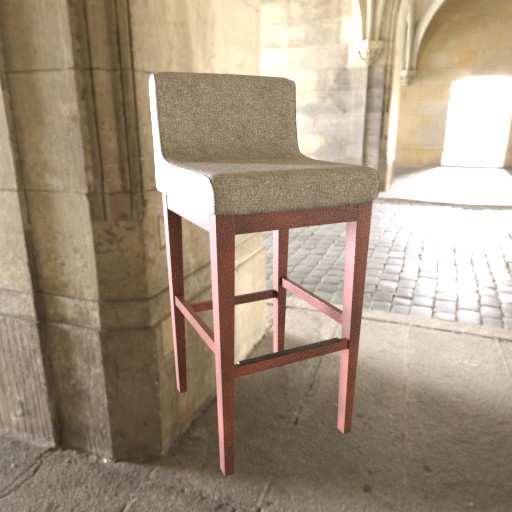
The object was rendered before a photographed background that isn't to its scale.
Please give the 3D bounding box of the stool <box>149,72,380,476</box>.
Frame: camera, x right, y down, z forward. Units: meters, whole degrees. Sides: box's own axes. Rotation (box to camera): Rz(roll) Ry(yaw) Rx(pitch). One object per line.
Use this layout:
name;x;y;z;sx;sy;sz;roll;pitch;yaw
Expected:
stool;0.000;0.000;1.219;0.426;0.965;0.499;-8;19;-25
